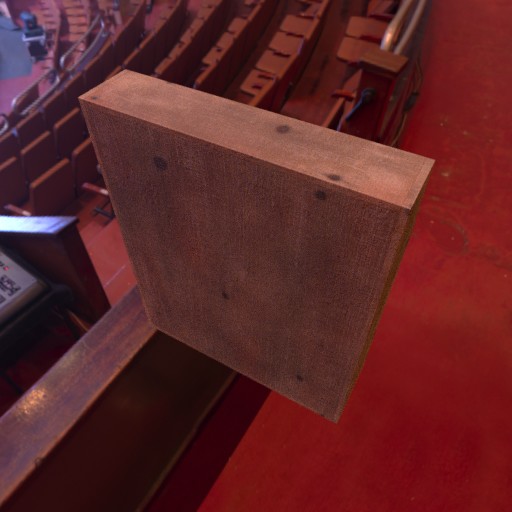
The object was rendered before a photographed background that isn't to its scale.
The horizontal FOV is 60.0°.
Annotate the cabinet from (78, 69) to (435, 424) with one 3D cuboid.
[{"bbox_3d":[0.000,0.000,0.831,0.489,0.590,0.184,23,52,19],"label":"cabinet"}]
